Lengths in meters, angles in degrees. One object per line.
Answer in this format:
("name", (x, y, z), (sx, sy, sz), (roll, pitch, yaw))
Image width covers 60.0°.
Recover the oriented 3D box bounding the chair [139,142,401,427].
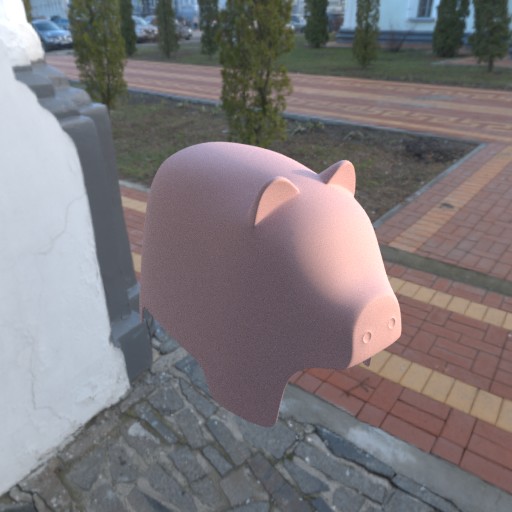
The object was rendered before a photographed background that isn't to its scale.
("chair", (0.000, 0.000, 0.871), (0.364, 0.423, 0.619), (-20, 34, -32))
